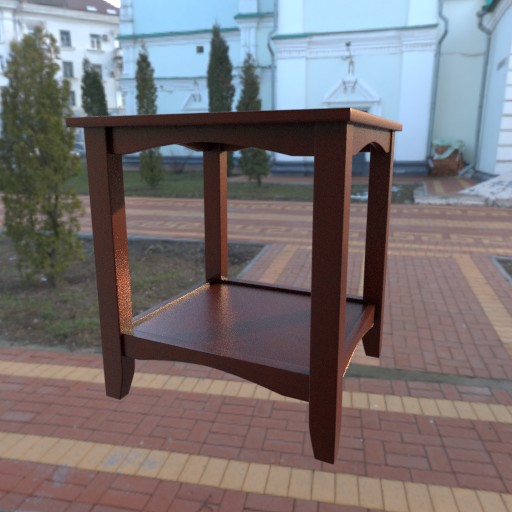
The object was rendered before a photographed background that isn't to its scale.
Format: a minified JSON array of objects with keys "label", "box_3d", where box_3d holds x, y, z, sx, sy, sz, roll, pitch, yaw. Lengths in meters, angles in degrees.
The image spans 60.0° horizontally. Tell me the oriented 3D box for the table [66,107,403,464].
[{"label":"table","box_3d":[0.000,0.000,0.957,0.523,0.558,0.522,7,16,27]}]
